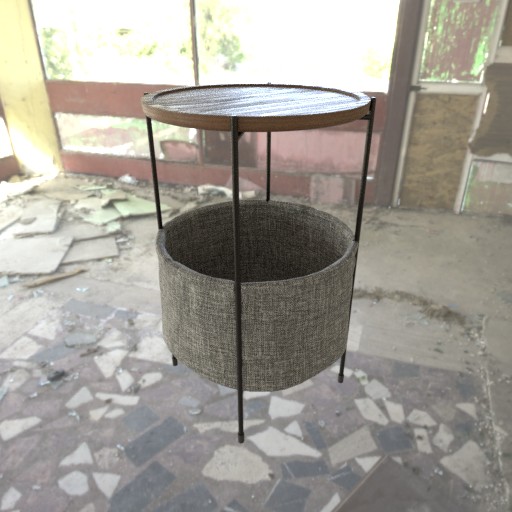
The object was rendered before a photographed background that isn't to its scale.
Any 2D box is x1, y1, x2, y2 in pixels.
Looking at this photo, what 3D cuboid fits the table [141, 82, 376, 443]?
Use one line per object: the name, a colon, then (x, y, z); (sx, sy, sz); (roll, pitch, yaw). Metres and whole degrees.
table: (0.000, 0.000, 0.905); (0.400, 0.623, 0.400); (-19, 33, -32)
